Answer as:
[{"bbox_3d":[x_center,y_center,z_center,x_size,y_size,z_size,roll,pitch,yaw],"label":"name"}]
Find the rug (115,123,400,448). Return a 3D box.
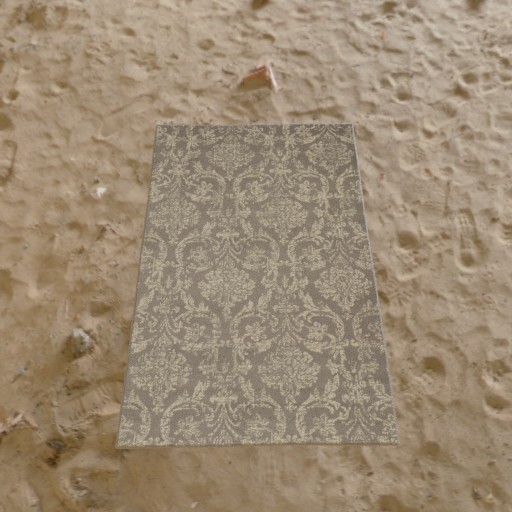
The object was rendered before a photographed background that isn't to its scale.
[{"bbox_3d":[0.000,0.000,3.457,1.819,0.018,2.746,0,62,0],"label":"rug"}]
